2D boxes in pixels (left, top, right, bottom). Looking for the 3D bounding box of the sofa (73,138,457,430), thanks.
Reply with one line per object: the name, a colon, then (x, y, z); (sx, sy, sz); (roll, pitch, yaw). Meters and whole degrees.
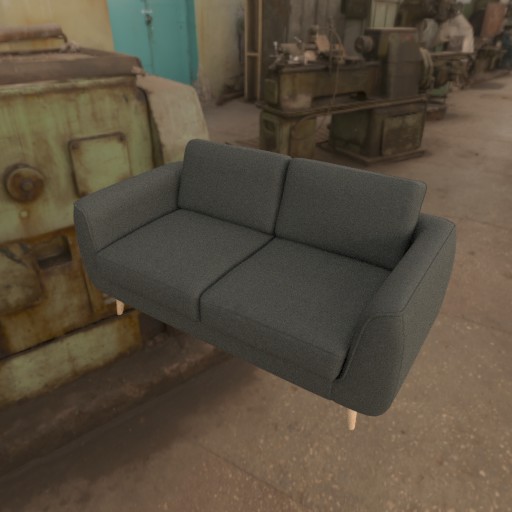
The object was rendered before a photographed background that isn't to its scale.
sofa: (0.000, 0.000, 2.191); (1.700, 0.850, 0.920); (18, 34, 29)
